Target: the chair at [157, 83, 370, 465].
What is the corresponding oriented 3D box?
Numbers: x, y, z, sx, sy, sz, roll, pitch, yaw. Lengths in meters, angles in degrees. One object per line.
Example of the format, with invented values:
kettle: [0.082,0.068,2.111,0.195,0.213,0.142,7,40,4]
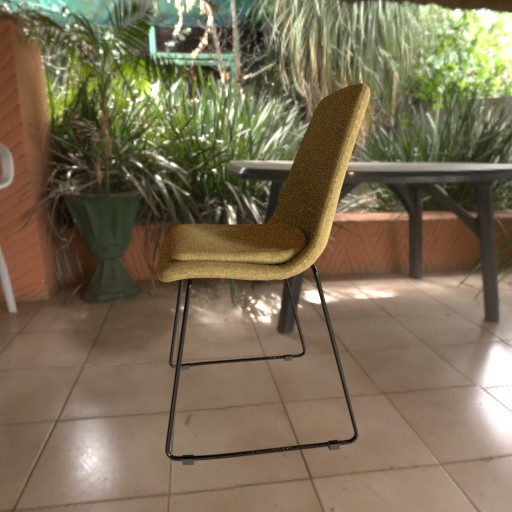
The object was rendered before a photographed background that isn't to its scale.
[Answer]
chair: [0.000,0.000,1.162,0.496,0.849,0.479,-2,14,-9]
